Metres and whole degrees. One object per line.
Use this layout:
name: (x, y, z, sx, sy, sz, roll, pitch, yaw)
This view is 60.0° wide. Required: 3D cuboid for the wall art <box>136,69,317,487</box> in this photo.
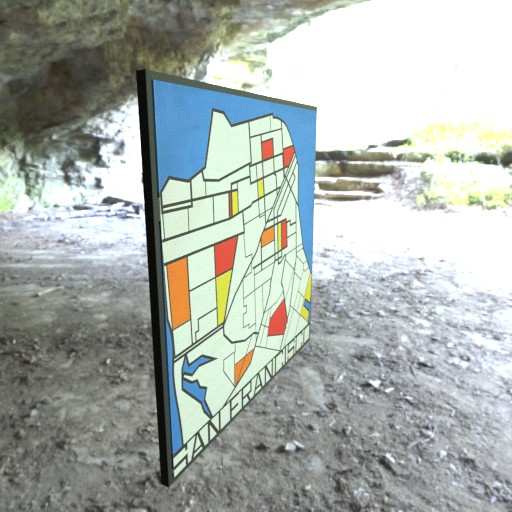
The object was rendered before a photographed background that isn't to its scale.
wall art: (0.000, 0.000, 0.663, 0.013, 0.457, 0.458, 7, 16, 27)
